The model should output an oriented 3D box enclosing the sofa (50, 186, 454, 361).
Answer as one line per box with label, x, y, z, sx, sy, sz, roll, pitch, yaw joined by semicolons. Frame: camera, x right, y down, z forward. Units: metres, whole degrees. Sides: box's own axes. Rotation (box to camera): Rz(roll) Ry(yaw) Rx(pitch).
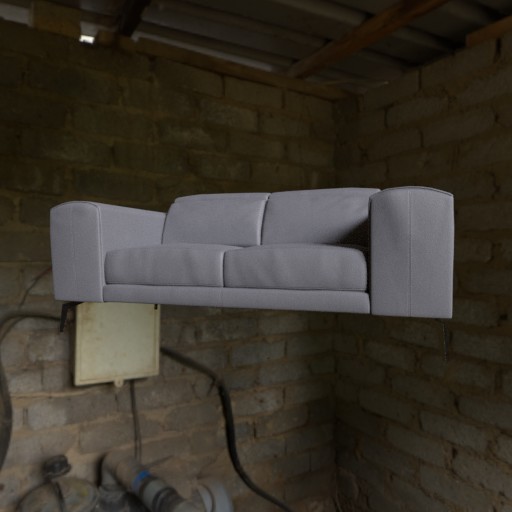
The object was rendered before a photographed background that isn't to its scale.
sofa;0.000;0.000;2.385;1.895;0.779;1.003;0;1;19
